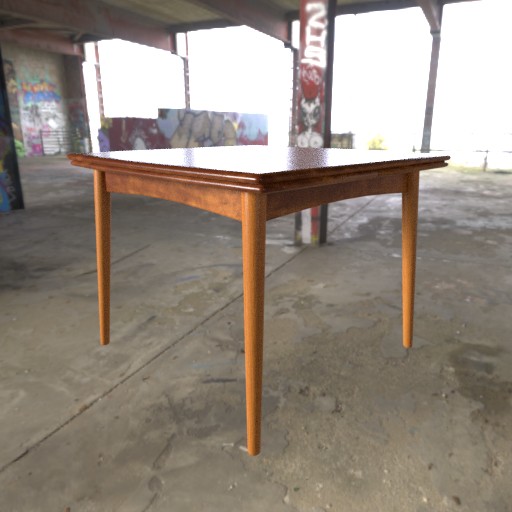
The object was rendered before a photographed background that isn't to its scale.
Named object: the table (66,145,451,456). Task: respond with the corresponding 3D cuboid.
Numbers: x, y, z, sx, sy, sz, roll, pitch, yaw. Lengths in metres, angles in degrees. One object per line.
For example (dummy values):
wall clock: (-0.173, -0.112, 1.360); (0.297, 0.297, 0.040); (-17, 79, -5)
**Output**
table: (0.000, 0.000, 1.675); (0.991, 0.754, 0.991); (-16, 23, -42)
